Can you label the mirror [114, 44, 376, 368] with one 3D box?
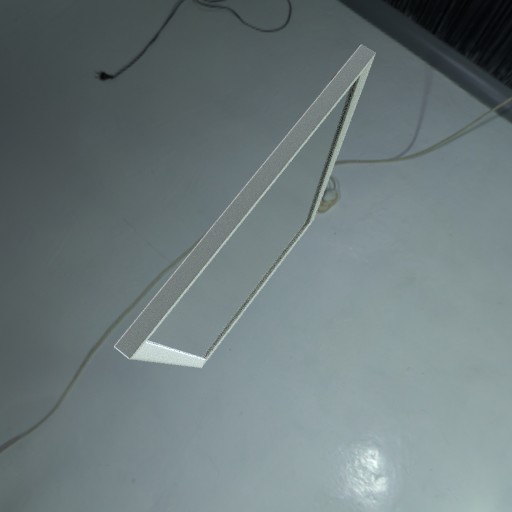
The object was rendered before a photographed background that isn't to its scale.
[{"bbox_3d":[0.000,0.000,1.319,0.040,1.016,0.762,36,78,9],"label":"mirror"}]
